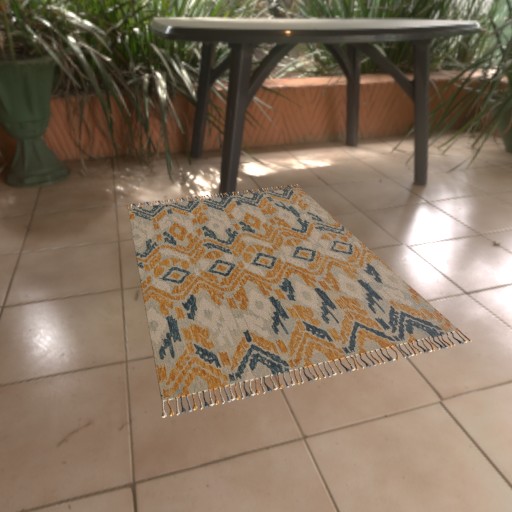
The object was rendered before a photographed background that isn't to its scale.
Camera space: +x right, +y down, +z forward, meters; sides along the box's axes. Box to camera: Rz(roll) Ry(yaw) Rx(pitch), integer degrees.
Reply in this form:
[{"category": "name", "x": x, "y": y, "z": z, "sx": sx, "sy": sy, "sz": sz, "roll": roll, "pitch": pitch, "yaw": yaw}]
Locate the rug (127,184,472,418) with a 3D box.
[{"category": "rug", "x": 0.000, "y": 0.000, "z": 2.351, "sx": 1.230, "sy": 0.008, "sz": 1.827, "roll": -9, "pitch": 31, "yaw": -15}]
